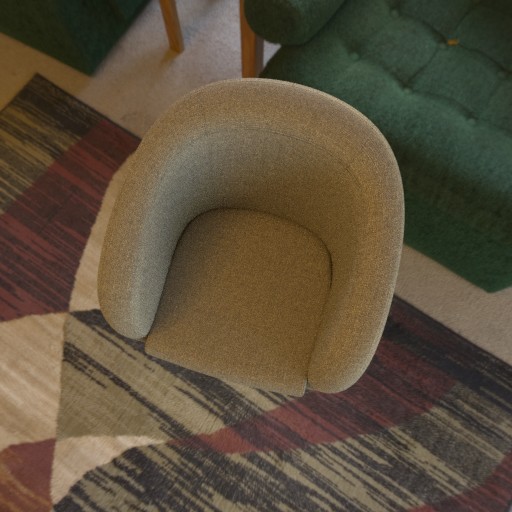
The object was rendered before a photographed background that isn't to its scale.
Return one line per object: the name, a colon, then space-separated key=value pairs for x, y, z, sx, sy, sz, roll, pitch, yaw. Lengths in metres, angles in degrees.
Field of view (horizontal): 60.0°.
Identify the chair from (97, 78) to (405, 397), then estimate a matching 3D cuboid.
chair: x=0.000 y=0.000 z=1.467 sx=0.791 sy=0.771 sz=0.815 roll=15 pitch=74 yaw=4
